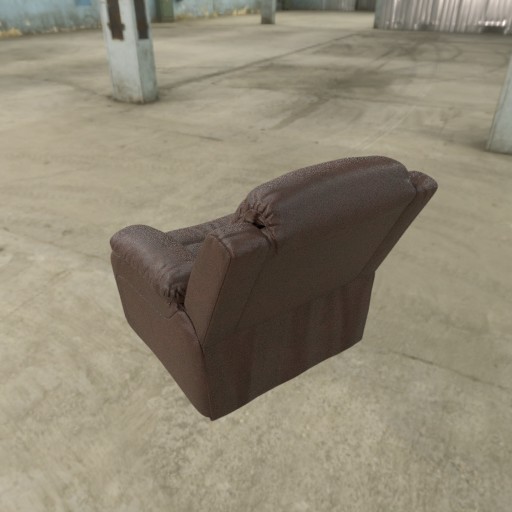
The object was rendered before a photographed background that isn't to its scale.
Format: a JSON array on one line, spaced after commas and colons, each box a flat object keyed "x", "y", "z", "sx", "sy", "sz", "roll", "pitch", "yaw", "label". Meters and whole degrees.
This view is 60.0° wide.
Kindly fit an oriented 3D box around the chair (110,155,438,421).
[{"x": 0.000, "y": 0.000, "z": 1.289, "sx": 0.680, "sy": 0.702, "sz": 0.707, "roll": -19, "pitch": 36, "yaw": -30, "label": "chair"}]
